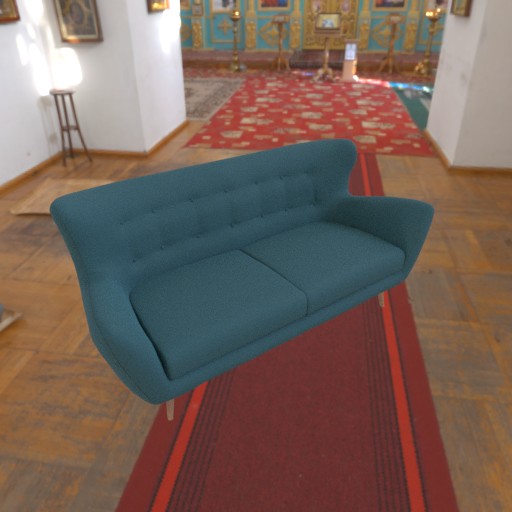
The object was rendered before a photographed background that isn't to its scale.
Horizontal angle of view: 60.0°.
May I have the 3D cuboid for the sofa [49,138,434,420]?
[{"bbox_3d":[0.000,0.000,2.387,1.930,0.890,0.889,-20,35,-31],"label":"sofa"}]
